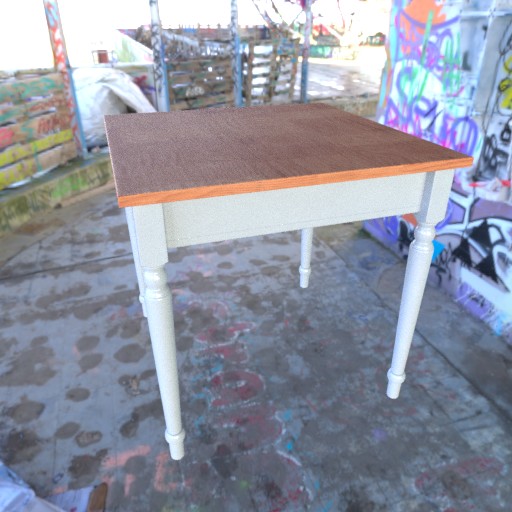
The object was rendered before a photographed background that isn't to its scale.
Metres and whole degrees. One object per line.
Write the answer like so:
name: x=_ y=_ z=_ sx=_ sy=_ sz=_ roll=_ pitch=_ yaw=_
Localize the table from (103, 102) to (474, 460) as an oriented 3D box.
table: x=0.000 y=0.000 z=1.341 sx=0.747 sy=0.738 sz=0.747 roll=-9 pitch=30 yaw=-16
